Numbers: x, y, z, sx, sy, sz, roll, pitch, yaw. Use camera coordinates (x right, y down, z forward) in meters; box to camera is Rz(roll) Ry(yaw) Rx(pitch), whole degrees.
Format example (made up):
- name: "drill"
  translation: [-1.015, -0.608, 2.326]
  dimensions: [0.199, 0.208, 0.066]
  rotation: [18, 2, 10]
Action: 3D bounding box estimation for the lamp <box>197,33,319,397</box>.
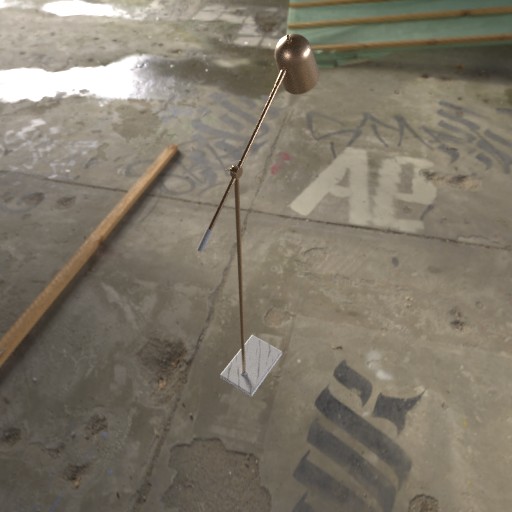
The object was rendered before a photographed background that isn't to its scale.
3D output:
- name: "lamp"
  translation: [0.000, 0.000, 1.792]
  dimensions: [0.194, 1.594, 0.653]
  rotation: [25, 51, 23]
